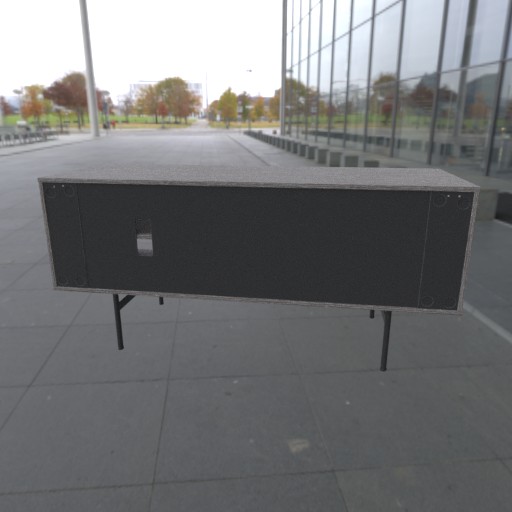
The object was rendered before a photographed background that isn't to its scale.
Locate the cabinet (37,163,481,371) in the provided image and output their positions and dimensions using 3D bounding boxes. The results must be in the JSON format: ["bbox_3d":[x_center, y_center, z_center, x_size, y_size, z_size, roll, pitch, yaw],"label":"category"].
[{"bbox_3d":[0.000,0.000,1.607,1.300,0.599,0.500,3,17,9],"label":"cabinet"}]
